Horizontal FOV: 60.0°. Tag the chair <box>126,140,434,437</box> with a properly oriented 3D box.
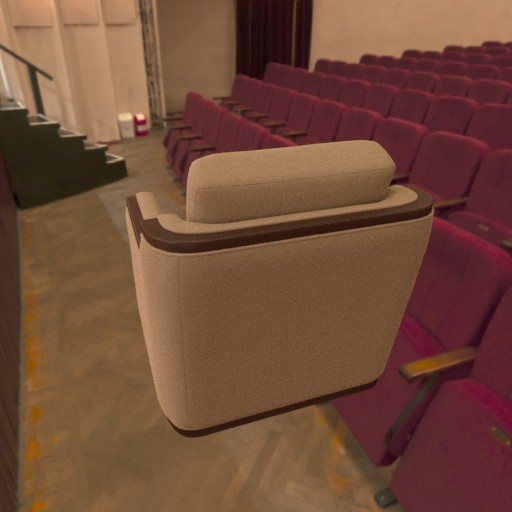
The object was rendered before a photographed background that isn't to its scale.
[{"bbox_3d":[0.000,0.000,1.650,0.870,0.930,0.950,-9,29,-17],"label":"chair"}]
